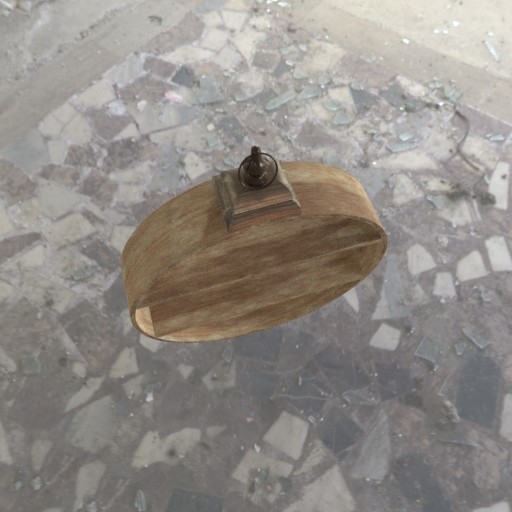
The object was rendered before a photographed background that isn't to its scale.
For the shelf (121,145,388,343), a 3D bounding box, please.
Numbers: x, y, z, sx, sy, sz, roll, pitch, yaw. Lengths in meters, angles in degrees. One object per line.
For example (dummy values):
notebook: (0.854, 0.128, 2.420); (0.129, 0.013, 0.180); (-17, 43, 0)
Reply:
shelf: (0.000, 0.000, 0.995); (0.601, 0.725, 0.125); (-15, 64, -8)
